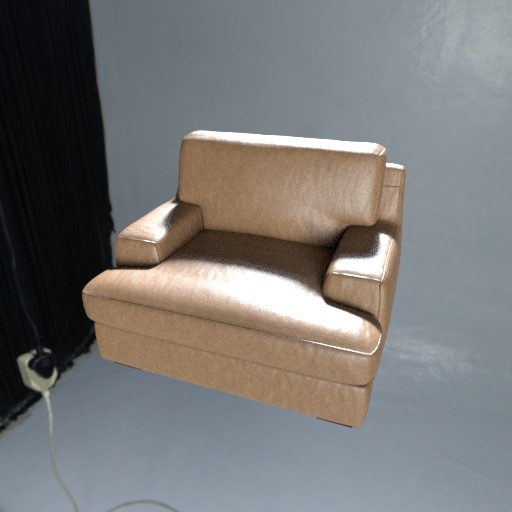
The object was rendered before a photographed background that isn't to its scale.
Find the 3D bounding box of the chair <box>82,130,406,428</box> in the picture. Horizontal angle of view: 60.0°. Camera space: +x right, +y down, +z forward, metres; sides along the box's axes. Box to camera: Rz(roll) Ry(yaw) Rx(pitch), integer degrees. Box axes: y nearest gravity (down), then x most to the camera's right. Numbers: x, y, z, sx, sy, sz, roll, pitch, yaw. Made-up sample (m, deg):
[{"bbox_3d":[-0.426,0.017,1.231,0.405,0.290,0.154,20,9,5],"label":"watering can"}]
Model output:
[{"bbox_3d":[0.000,0.000,2.077,1.276,0.978,1.050,9,28,18],"label":"chair"}]
